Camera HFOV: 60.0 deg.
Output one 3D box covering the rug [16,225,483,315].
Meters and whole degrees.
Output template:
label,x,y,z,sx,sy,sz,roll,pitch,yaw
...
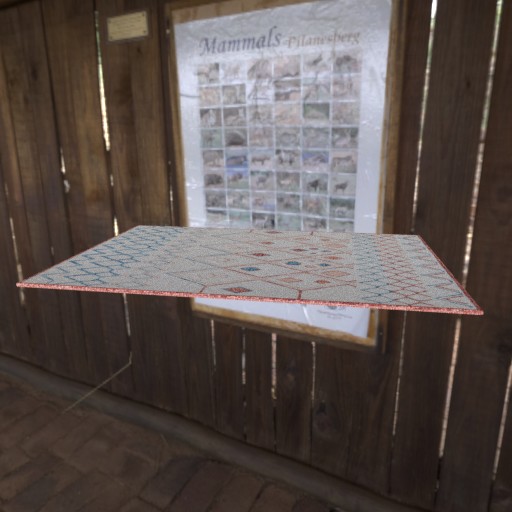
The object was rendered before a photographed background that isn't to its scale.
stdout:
label,x,y,z,sx,sy,sz,roll,pitch,yaw
rug,0.000,0.000,2.282,1.829,0.016,1.219,3,16,9
